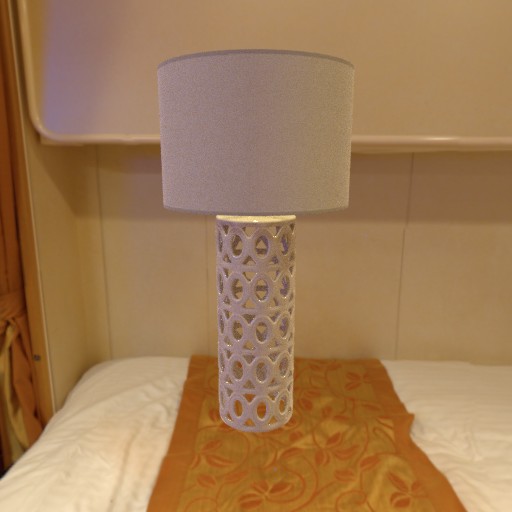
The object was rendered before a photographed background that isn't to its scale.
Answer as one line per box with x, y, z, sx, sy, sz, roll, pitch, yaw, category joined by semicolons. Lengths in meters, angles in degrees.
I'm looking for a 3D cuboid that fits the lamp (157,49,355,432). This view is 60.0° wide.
0.000;0.000;0.817;0.324;0.636;0.325;-12;18;-43;lamp
